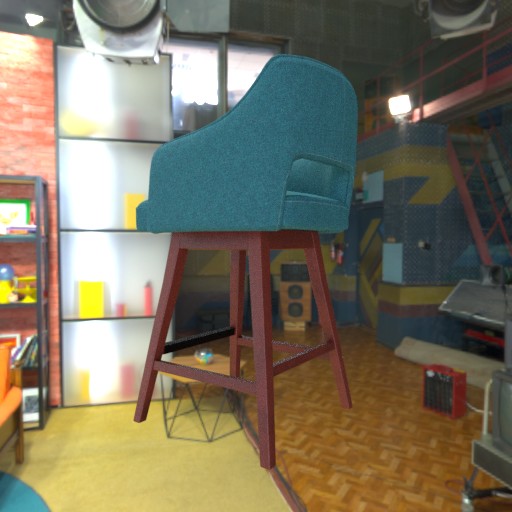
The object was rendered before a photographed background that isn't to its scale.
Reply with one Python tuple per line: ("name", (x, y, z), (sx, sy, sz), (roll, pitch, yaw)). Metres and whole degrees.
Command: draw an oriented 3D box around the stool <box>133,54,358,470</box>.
("stool", (0.000, 0.000, 1.309), (0.556, 0.961, 0.548), (1, 2, 35))
